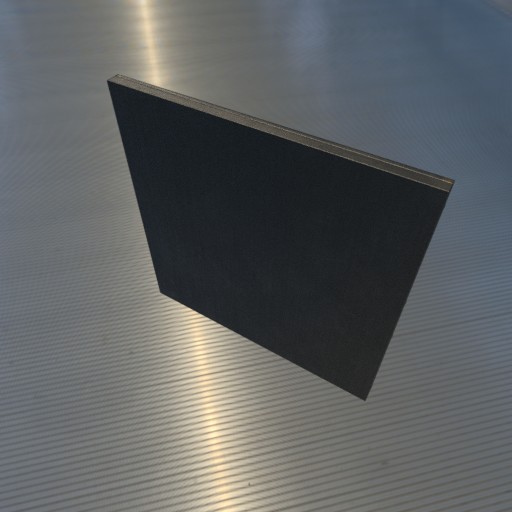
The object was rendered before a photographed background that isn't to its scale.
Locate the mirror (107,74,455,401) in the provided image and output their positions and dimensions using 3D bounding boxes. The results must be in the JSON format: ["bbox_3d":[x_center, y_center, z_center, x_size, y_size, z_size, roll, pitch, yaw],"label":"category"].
[{"bbox_3d":[0.000,0.000,0.573,0.382,0.381,0.020,24,51,21],"label":"mirror"}]
